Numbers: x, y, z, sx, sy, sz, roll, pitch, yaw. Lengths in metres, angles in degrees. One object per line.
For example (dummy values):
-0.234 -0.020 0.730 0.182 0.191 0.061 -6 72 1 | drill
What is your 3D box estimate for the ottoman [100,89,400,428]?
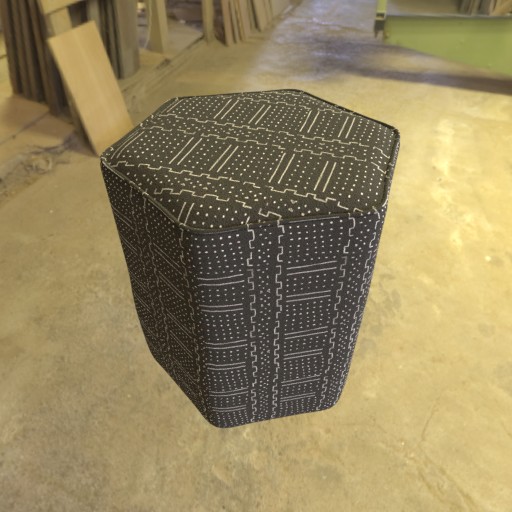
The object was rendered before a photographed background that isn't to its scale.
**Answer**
0.000 0.000 0.866 0.443 0.502 0.494 13 43 14 | ottoman
